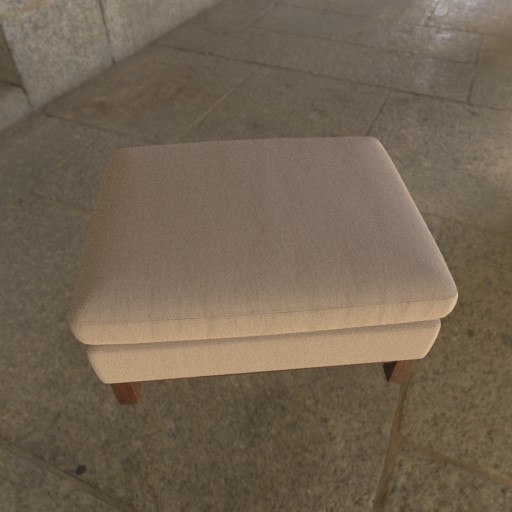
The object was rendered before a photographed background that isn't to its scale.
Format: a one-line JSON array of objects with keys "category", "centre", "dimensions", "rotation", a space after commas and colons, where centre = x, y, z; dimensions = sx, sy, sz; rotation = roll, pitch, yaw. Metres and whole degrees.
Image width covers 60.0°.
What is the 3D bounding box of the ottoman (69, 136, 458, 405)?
[{"category": "ottoman", "centre": [0.000, 0.000, 1.140], "dimensions": [0.771, 0.420, 0.606], "rotation": [-4, 46, -4]}]
